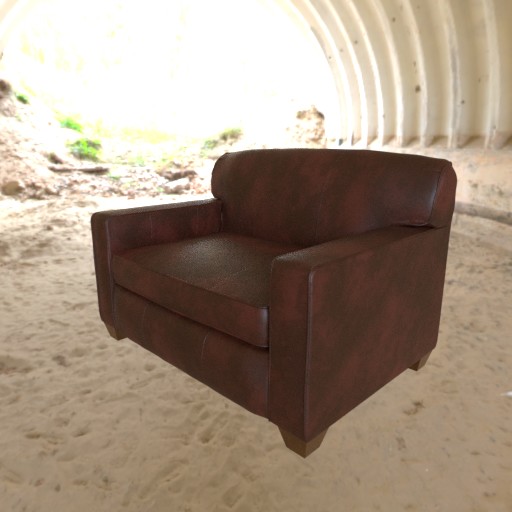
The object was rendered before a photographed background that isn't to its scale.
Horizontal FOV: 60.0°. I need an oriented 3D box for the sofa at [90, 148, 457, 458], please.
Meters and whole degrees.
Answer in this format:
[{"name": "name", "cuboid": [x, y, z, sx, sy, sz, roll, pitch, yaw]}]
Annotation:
[{"name": "sofa", "cuboid": [0.000, 0.000, 2.044, 1.000, 0.956, 1.413, -14, 20, -43]}]
